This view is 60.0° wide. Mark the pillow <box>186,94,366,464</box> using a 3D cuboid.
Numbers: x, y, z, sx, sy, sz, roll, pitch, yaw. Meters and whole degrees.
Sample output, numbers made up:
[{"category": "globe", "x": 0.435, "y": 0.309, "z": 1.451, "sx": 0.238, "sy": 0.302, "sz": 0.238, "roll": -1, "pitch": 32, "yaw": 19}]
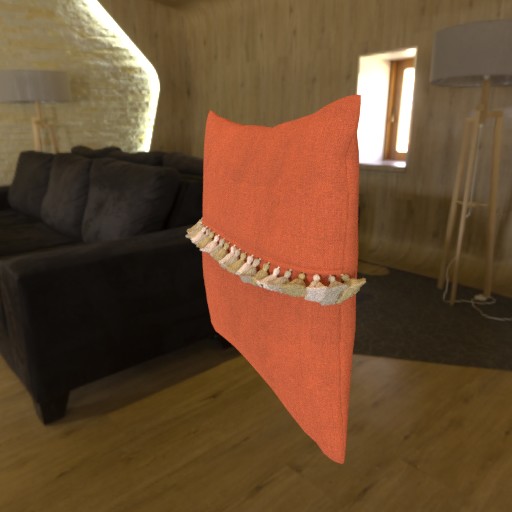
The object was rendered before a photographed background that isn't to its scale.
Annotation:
[{"category": "pillow", "x": 0.000, "y": 0.000, "z": 0.741, "sx": 0.165, "sy": 0.482, "sz": 0.490, "roll": -8, "pitch": 18, "yaw": -25}]
